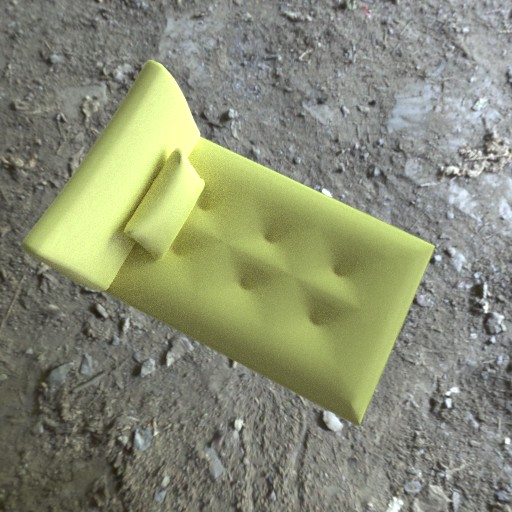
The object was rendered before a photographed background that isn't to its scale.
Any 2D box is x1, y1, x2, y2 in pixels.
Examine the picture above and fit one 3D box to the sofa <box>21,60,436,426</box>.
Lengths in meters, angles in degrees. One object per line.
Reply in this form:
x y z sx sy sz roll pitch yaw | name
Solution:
0.000 0.000 1.964 1.450 0.820 0.930 26 76 7 | sofa
